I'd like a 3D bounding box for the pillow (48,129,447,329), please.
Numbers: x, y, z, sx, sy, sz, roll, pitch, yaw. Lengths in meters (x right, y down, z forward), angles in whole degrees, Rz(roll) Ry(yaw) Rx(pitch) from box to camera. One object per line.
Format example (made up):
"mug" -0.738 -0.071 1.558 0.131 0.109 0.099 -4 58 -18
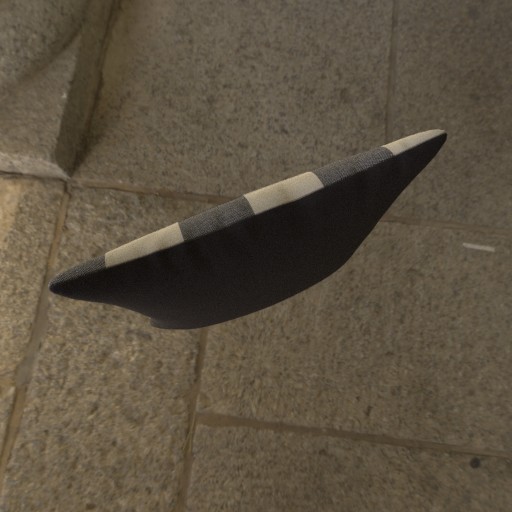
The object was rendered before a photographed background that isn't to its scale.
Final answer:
"pillow" 0.000 0.000 0.769 0.511 0.509 0.161 -22 78 -5
